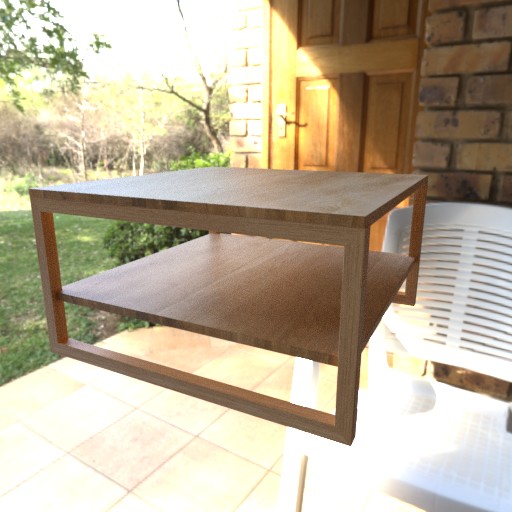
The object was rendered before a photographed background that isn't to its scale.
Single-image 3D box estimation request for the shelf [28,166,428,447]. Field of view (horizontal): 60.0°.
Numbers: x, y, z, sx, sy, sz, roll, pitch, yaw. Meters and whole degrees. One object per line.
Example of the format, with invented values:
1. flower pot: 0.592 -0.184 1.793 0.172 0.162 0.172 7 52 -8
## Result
1. shelf: 0.000 0.000 1.429 0.899 0.480 0.899 8 17 26
